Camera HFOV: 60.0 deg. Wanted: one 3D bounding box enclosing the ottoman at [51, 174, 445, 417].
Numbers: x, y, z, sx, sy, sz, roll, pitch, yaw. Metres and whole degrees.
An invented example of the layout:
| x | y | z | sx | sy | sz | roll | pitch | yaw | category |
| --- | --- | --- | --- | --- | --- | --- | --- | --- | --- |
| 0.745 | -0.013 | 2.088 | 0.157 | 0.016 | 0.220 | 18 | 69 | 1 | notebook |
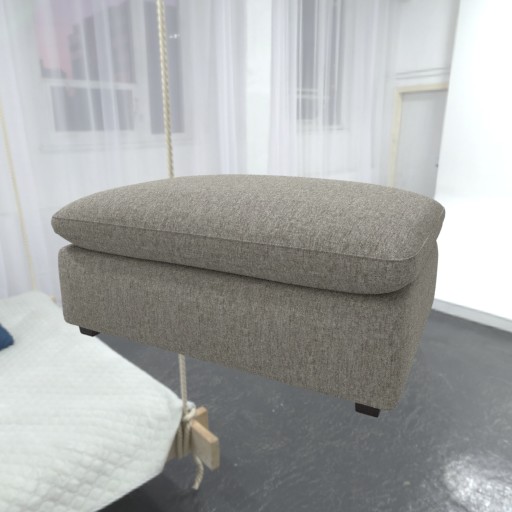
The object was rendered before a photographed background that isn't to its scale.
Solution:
| x | y | z | sx | sy | sz | roll | pitch | yaw | category |
| --- | --- | --- | --- | --- | --- | --- | --- | --- | --- |
| 0.000 | 0.000 | 1.317 | 0.977 | 0.451 | 0.694 | 8 | 18 | 26 | ottoman |
